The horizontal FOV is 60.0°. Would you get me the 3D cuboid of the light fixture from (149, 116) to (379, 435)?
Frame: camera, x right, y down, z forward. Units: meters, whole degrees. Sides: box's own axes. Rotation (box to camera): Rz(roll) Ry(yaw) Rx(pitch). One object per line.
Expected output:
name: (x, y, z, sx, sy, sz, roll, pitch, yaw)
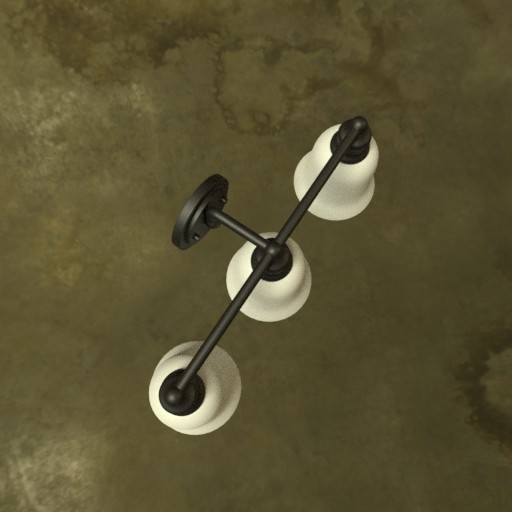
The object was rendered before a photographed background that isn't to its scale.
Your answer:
light fixture: (0.000, 0.000, 0.656, 0.198, 0.211, 0.570, 33, 79, 7)
